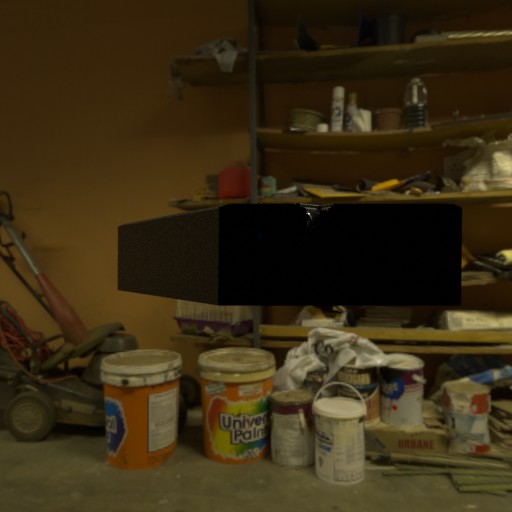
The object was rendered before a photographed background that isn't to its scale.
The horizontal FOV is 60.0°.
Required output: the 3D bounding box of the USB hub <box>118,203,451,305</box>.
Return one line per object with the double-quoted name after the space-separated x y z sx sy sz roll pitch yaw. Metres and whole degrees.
0.000 0.000 0.126 0.044 0.023 0.110 1 -1 -36 "USB hub"
